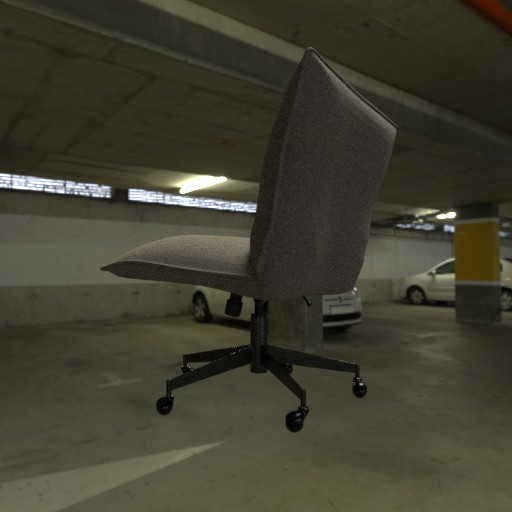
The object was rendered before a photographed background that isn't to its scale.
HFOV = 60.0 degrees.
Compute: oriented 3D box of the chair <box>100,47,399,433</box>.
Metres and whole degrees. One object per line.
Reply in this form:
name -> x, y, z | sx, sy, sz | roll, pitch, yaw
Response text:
chair -> 0.000, 0.000, 1.297 | 0.696, 0.811, 0.597 | -1, -2, 35
